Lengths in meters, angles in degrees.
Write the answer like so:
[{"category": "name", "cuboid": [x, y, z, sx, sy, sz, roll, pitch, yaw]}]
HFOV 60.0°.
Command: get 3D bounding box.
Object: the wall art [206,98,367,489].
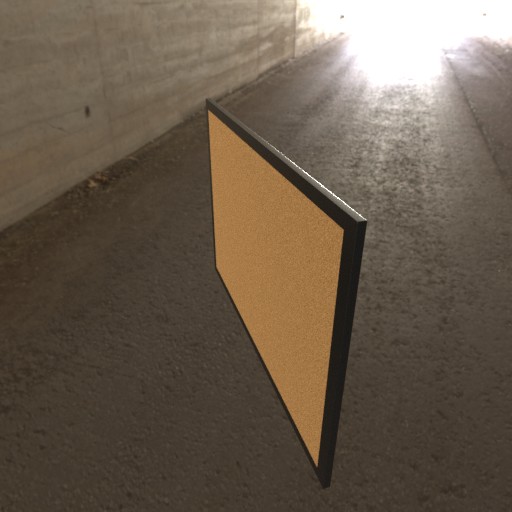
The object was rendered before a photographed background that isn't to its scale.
[{"category": "wall art", "cuboid": [0.000, 0.000, 1.023, 0.015, 0.552, 0.819, -10, 32, -16]}]
